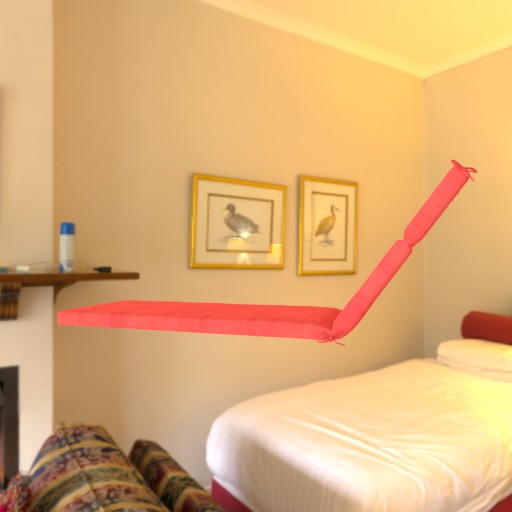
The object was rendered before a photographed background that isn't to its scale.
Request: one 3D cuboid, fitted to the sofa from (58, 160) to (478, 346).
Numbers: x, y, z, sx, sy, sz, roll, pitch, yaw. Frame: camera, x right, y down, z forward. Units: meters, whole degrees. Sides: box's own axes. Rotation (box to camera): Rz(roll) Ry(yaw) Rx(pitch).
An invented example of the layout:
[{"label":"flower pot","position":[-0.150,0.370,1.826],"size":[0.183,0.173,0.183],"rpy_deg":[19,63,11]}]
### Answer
[{"label":"sofa","position":[0.000,0.000,1.912],"size":[1.663,0.622,0.582],"rpy_deg":[0,0,18]}]
